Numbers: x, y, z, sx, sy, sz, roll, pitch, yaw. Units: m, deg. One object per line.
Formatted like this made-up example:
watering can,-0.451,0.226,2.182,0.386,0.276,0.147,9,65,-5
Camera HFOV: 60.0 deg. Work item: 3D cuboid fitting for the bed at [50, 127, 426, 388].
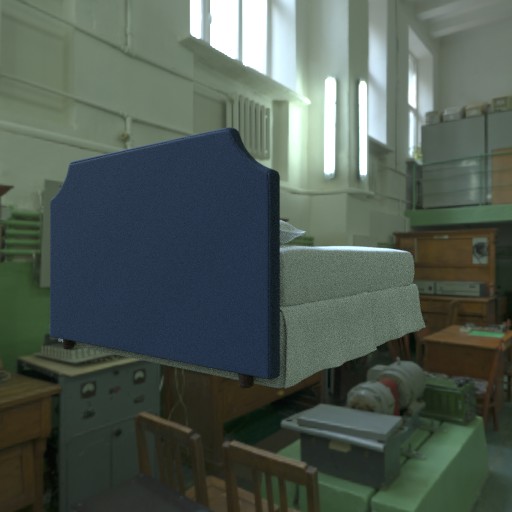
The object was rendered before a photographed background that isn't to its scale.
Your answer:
bed,0.000,0.000,4.122,2.350,1.488,2.773,0,0,36
